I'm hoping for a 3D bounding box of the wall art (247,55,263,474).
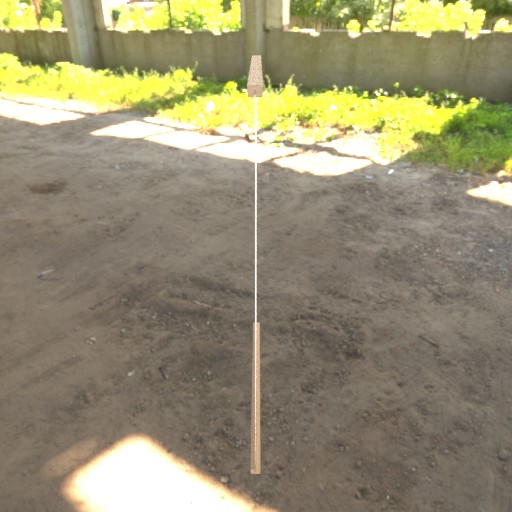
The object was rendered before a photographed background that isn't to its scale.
[{"bbox_3d":[0.000,0.000,1.290,0.027,1.020,0.669,0,28,0],"label":"wall art"}]
